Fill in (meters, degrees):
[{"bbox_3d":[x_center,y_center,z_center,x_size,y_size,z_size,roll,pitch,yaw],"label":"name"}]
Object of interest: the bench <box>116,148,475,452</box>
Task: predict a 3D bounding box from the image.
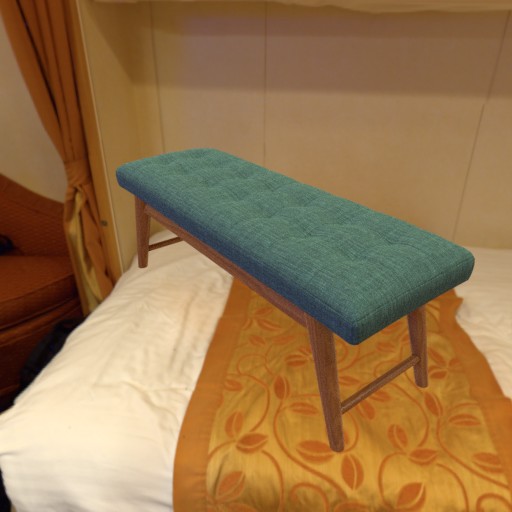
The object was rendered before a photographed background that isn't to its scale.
[{"bbox_3d":[0.000,0.000,1.359,0.406,0.432,1.118,-20,34,-32],"label":"bench"}]
